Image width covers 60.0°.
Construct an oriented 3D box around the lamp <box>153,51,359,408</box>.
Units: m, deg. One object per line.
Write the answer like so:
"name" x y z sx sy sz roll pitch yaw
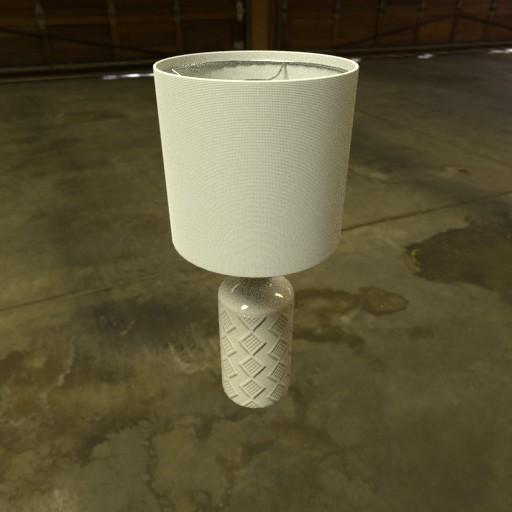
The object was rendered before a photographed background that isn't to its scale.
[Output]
"lamp" 0.000 0.000 0.572 0.207 0.461 0.207 11 33 17
